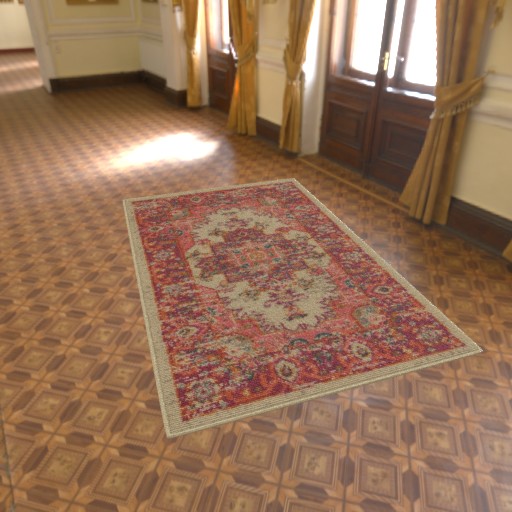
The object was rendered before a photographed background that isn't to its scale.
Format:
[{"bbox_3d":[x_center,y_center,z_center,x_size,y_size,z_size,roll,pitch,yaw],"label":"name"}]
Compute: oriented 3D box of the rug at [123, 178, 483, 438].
[{"bbox_3d":[0.000,0.000,1.054,0.556,0.004,0.868,-10,33,-16],"label":"rug"}]
